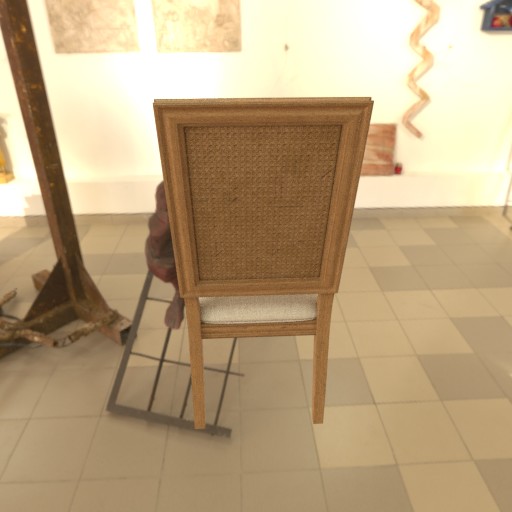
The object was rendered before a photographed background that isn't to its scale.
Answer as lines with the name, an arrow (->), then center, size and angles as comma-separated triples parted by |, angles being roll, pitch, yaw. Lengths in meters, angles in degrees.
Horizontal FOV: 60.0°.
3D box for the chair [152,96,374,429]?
chair -> 0.000, 0.000, 1.321 | 0.536, 0.988, 0.601 | -1, 29, -3
